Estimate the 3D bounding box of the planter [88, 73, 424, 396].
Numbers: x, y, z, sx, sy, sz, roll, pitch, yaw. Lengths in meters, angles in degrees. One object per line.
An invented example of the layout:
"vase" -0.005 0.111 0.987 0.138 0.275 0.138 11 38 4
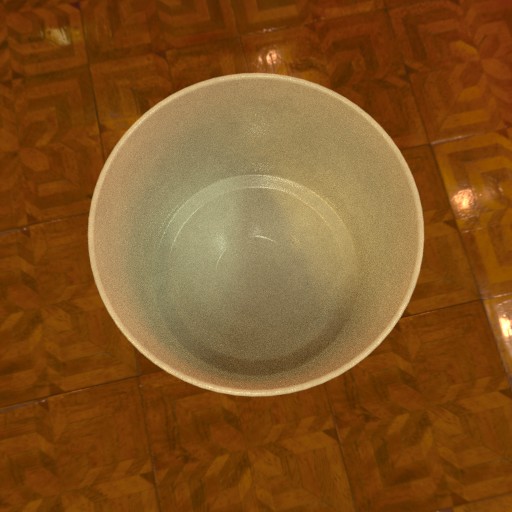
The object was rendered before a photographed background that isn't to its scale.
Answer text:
"planter" 0.000 0.000 0.338 0.190 0.181 0.190 0 77 0
